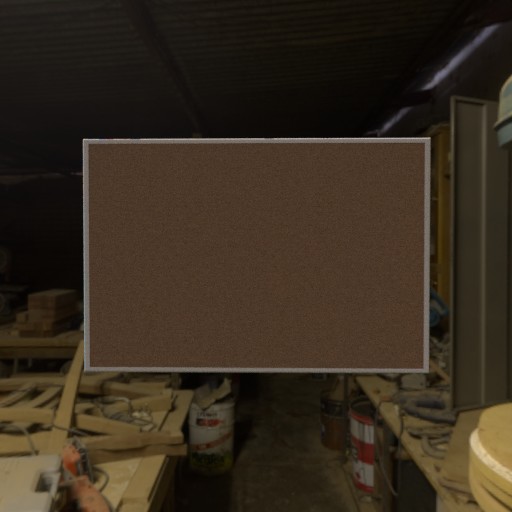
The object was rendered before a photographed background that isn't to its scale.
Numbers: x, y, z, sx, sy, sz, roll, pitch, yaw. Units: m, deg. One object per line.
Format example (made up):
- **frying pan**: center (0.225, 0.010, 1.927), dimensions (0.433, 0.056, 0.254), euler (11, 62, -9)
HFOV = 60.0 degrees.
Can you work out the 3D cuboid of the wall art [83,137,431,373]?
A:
- **wall art**: center (0.000, 0.000, 1.472), dimensions (1.136, 0.769, 0.040), euler (0, 1, 1)
